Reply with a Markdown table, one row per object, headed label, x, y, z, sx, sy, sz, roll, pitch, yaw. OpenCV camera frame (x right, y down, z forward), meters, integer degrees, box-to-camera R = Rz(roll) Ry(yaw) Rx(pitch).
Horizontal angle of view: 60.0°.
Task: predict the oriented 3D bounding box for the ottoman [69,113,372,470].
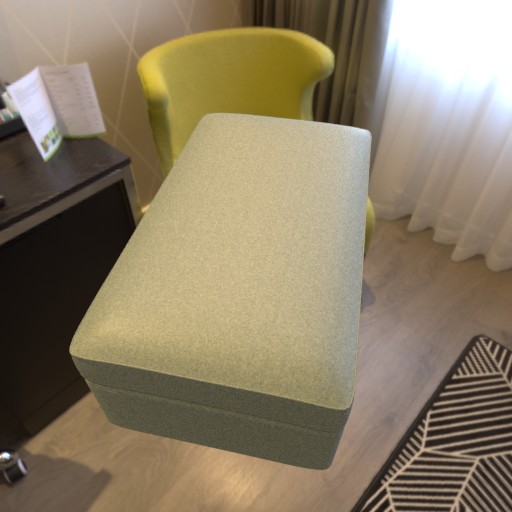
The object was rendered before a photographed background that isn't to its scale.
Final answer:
| label | x | y | z | sx | sy | sz | roll | pitch | yaw |
| --- | --- | --- | --- | --- | --- | --- | --- | --- | --- |
| ottoman | 0.000 | 0.000 | 1.516 | 0.681 | 0.494 | 1.173 | 9 | 47 | 8 |
